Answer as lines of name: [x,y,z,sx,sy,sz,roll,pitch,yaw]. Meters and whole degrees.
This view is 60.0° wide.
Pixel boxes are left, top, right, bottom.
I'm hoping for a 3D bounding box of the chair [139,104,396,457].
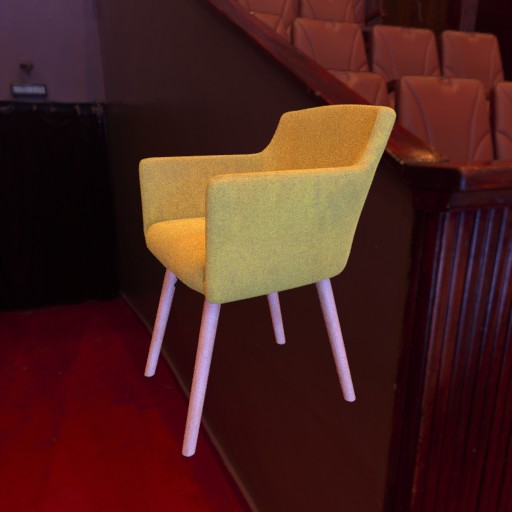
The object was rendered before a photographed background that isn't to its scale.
chair: [0.000,0.000,1.193,0.570,0.780,0.570,-8,18,-26]
